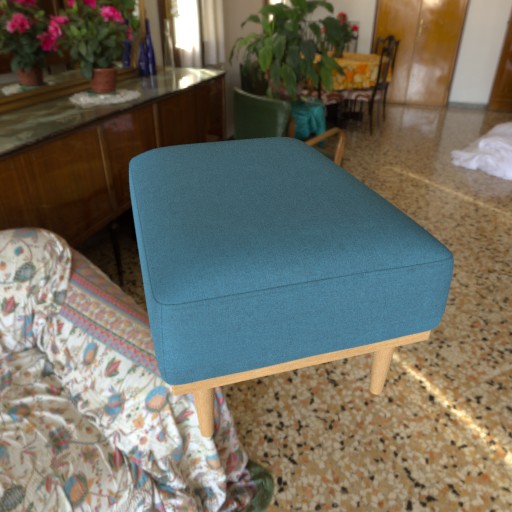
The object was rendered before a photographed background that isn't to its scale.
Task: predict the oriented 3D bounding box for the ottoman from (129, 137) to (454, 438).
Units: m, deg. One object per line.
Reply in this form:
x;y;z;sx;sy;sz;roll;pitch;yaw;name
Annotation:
0.000;0.000;1.092;0.549;0.428;0.749;-9;32;-14;ottoman
